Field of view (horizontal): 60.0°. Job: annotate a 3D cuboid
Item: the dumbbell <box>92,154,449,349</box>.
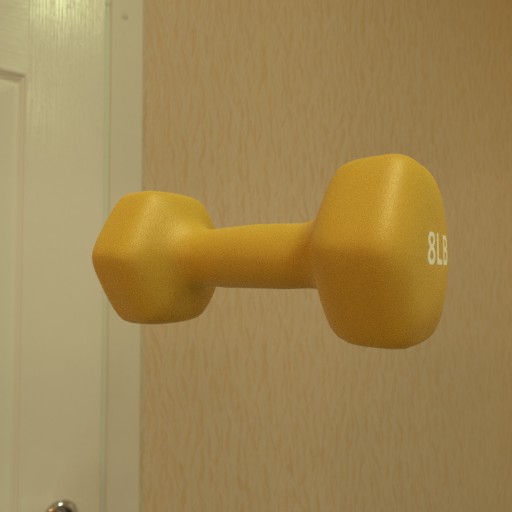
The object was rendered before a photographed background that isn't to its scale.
[{"bbox_3d":[0.000,0.000,0.241,0.190,0.082,0.090,-1,-2,35],"label":"dumbbell"}]
